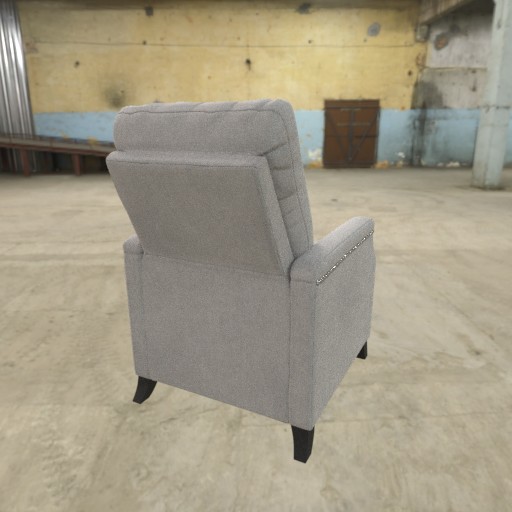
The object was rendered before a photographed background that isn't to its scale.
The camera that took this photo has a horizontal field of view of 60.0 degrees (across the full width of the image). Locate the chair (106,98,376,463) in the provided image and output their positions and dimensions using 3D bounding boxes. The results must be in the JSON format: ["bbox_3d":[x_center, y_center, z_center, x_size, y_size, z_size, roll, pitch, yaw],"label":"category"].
[{"bbox_3d":[0.000,0.000,1.631,0.710,1.049,0.922,8,18,26],"label":"chair"}]
